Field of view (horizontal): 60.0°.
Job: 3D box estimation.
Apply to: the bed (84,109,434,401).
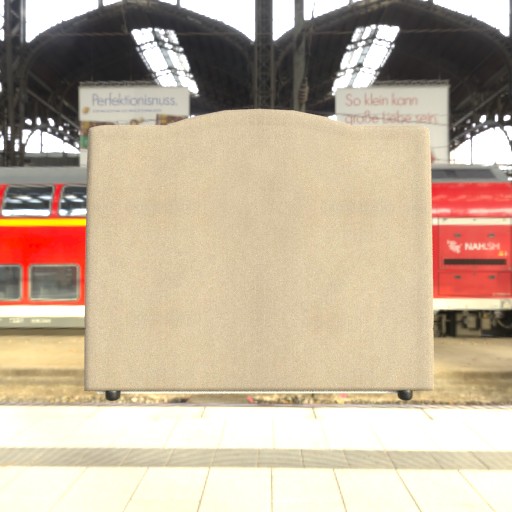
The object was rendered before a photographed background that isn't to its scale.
[{"bbox_3d":[0.000,0.000,3.214,1.744,1.441,2.128,0,0,0],"label":"bed"}]
